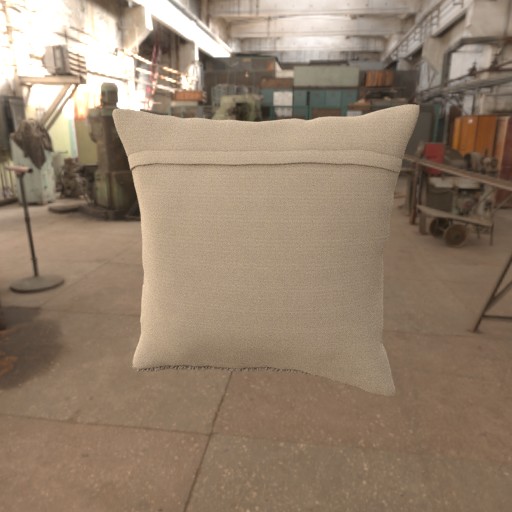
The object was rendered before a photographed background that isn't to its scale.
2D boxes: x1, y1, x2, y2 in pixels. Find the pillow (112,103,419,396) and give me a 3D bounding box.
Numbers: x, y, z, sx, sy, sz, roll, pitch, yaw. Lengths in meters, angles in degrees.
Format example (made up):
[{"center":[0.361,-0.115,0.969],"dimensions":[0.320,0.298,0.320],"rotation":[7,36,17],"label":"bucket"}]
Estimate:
[{"center":[0.000,0.000,0.730],"dimensions":[0.475,0.473,0.178],"rotation":[3,16,10],"label":"pillow"}]
